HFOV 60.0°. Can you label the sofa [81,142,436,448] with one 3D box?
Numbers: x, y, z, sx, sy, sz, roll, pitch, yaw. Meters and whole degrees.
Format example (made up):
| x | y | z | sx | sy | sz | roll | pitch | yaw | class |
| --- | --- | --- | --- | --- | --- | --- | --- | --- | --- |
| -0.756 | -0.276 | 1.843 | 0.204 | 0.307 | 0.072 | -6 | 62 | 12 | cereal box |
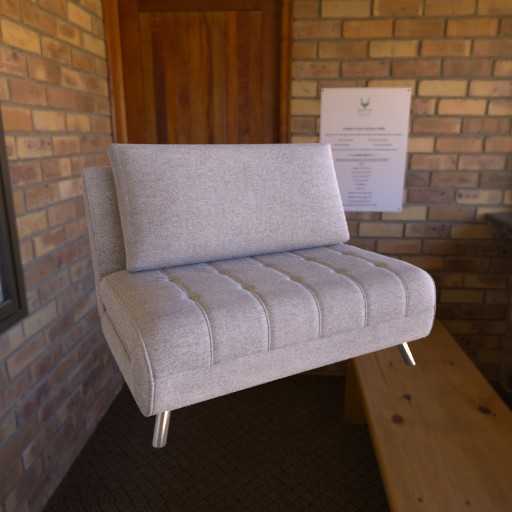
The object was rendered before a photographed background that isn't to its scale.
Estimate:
| x | y | z | sx | sy | sz | roll | pitch | yaw | class |
| --- | --- | --- | --- | --- | --- | --- | --- | --- | --- |
| 0.000 | 0.000 | 1.847 | 1.220 | 0.910 | 0.910 | -8 | 17 | -27 | sofa |
